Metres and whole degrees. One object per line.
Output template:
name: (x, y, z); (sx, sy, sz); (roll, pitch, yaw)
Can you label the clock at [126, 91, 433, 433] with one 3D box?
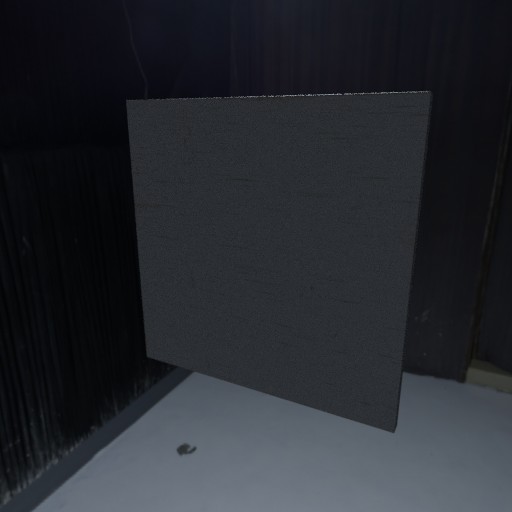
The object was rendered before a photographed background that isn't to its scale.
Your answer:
clock: (0.000, 0.000, 1.043); (0.705, 0.705, 0.032); (9, 19, 27)
